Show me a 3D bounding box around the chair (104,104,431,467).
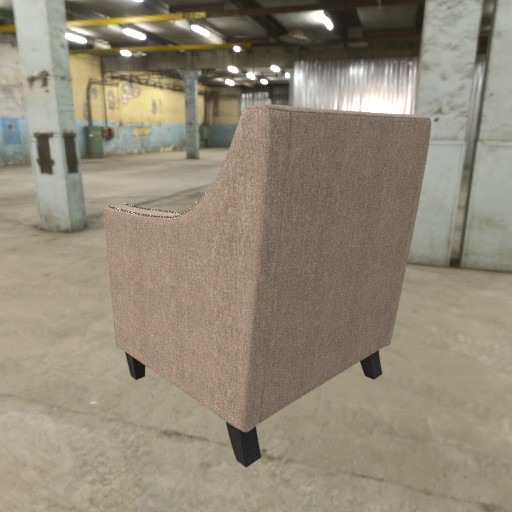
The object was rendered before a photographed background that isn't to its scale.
[{"bbox_3d":[0.000,0.000,1.594,0.776,0.967,0.884,-14,21,-42],"label":"chair"}]
